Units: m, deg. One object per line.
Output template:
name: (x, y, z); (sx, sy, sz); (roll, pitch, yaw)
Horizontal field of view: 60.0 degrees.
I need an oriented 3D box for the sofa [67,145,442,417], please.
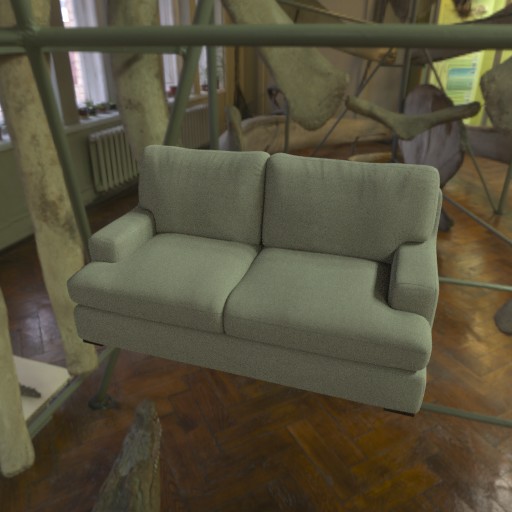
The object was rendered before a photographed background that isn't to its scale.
sofa: (0.000, 0.000, 2.414); (1.855, 0.980, 0.962); (8, 27, 16)
